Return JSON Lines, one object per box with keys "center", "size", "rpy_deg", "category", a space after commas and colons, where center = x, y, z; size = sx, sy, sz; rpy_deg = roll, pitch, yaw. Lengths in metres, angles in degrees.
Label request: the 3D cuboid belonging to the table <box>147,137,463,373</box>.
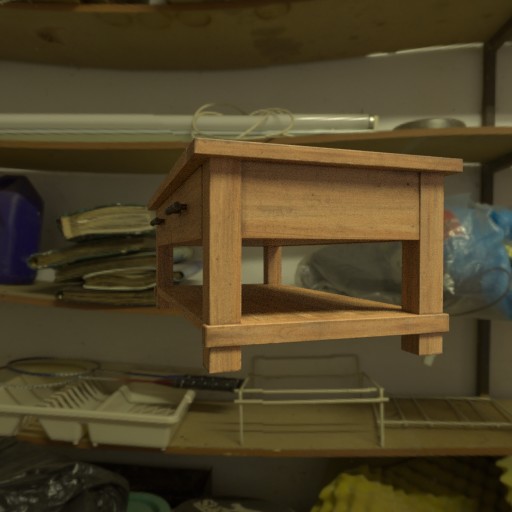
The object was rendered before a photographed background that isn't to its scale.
{"center": [0.000, 0.000, 1.610], "size": [0.693, 0.494, 1.270], "rpy_deg": [0, 0, -18], "category": "table"}
